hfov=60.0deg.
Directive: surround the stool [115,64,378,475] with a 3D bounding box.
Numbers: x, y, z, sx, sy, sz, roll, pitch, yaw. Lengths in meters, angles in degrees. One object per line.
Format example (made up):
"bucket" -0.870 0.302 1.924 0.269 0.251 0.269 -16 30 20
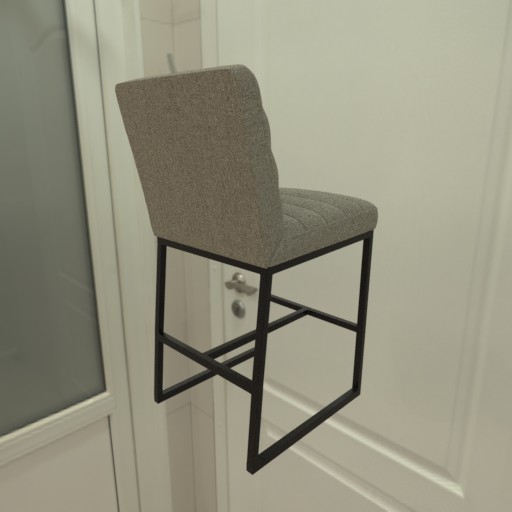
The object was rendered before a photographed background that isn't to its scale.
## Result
"stool" 0.000 0.000 1.266 0.460 0.940 0.560 15 22 43
